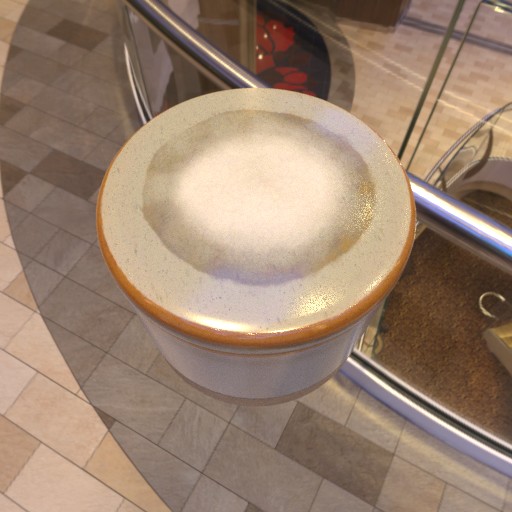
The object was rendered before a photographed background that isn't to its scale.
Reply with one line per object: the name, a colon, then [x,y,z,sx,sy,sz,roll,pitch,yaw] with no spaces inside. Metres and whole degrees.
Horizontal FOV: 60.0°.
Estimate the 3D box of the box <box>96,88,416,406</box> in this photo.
box: [0.000,0.000,0.211,0.123,0.100,0.123,0,59,0]
